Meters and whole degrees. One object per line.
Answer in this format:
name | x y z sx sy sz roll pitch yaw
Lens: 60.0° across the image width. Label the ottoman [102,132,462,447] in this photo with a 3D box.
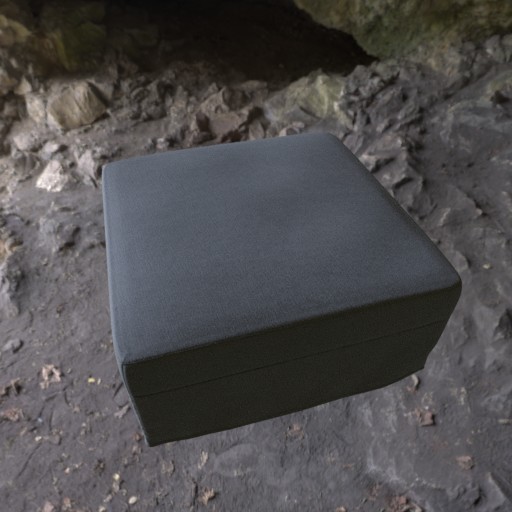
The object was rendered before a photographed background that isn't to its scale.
ottoman | 0.000 0.000 1.369 0.842 0.441 0.843 -11 44 -12
